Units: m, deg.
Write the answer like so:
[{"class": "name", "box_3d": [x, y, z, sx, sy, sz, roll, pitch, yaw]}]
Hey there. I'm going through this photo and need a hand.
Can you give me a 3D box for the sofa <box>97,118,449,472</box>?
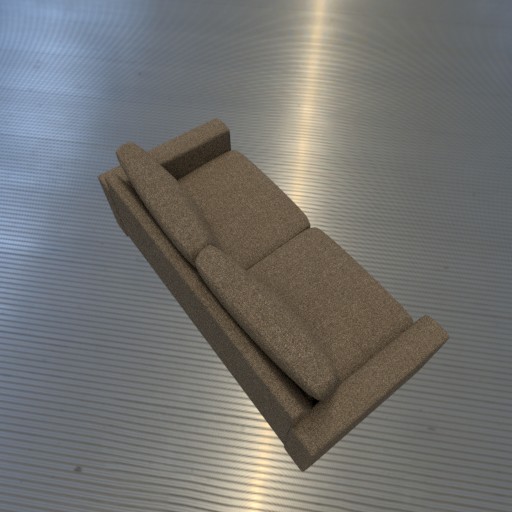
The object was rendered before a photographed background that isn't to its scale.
[{"class": "sofa", "box_3d": [0.000, 0.000, 2.751, 1.016, 0.873, 2.179, -33, 63, -19]}]
